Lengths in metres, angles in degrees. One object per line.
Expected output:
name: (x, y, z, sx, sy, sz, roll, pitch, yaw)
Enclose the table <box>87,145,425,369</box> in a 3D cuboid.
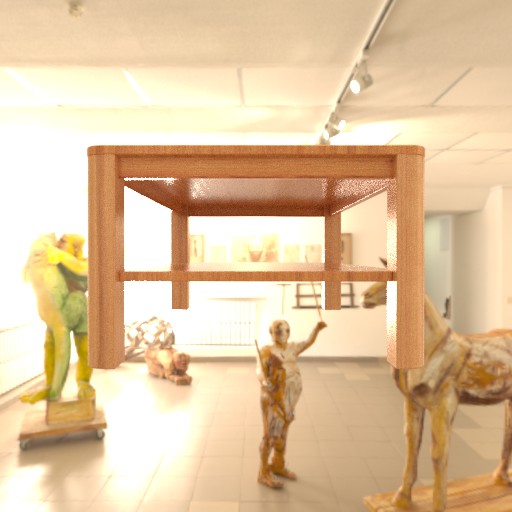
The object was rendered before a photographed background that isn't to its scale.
table: (0.000, 0.000, 1.375, 0.696, 0.445, 0.997, 0, 0, 0)
